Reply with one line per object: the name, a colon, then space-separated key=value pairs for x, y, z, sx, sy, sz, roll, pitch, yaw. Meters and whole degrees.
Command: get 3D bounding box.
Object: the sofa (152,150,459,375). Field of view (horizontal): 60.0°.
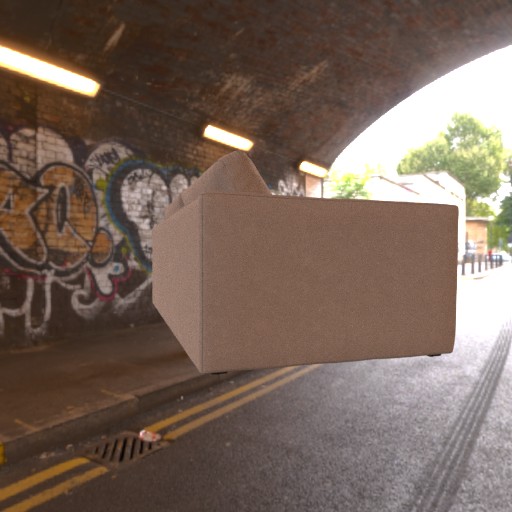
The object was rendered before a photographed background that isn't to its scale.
sofa: x=0.000 y=0.000 z=2.735 sx=1.090 sy=0.838 sz=2.588 roll=0 pitch=1 yaw=-17
